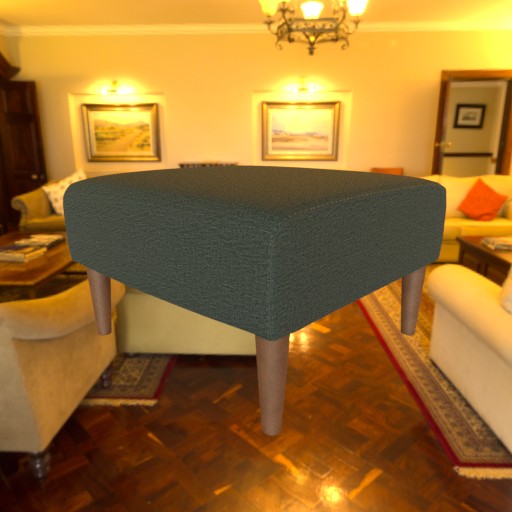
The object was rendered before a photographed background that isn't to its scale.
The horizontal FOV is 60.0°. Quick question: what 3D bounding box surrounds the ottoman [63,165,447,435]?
[{"bbox_3d":[0.000,0.000,1.053,0.650,0.398,0.649,14,21,41],"label":"ottoman"}]
